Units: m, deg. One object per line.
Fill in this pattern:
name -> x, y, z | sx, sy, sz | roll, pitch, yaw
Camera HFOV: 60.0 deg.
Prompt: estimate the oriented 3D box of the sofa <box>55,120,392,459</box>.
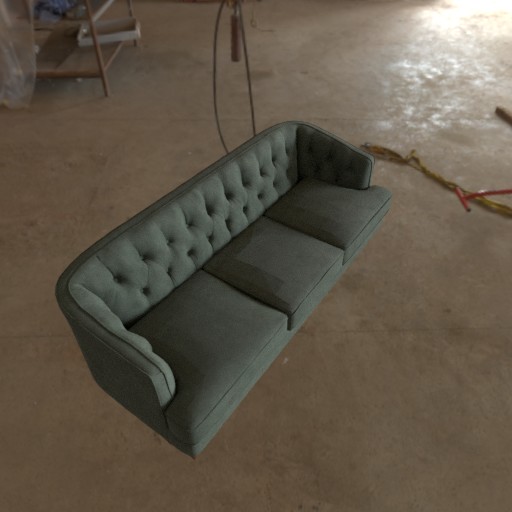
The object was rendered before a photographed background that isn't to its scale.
sofa -> 0.000, 0.000, 2.792 | 0.941, 0.855, 2.278 | 25, 48, 25
